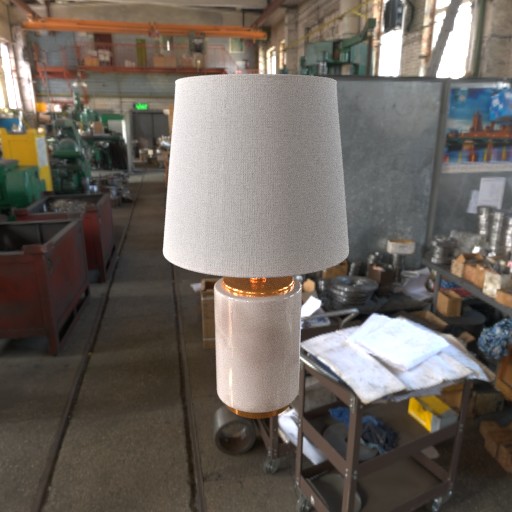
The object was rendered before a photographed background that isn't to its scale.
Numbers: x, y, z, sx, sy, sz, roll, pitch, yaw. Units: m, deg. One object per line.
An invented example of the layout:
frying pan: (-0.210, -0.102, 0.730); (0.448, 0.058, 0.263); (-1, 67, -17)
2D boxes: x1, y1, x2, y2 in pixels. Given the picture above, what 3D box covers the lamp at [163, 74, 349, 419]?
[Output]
lamp: (0.000, 0.000, 0.464); (0.189, 0.340, 0.189); (0, 17, 0)
